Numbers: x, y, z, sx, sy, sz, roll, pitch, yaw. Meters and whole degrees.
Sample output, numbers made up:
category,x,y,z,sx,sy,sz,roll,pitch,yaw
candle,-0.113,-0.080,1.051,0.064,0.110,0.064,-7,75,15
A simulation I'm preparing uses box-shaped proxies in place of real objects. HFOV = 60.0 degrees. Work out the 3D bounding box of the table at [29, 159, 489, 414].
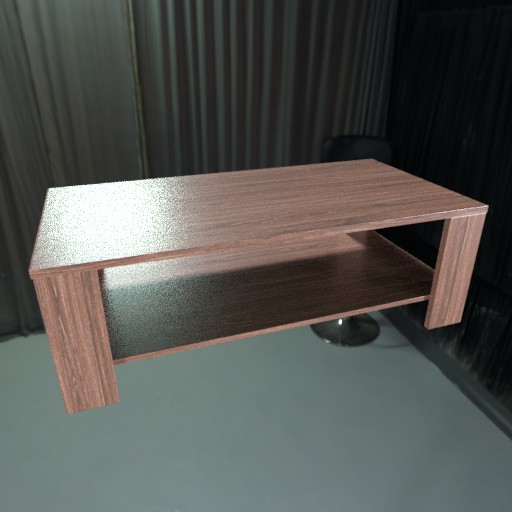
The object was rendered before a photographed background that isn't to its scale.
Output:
category,x,y,z,sx,sy,sz,roll,pitch,yaw
table,0.000,0.000,1.430,1.200,0.400,0.600,-9,27,-17
